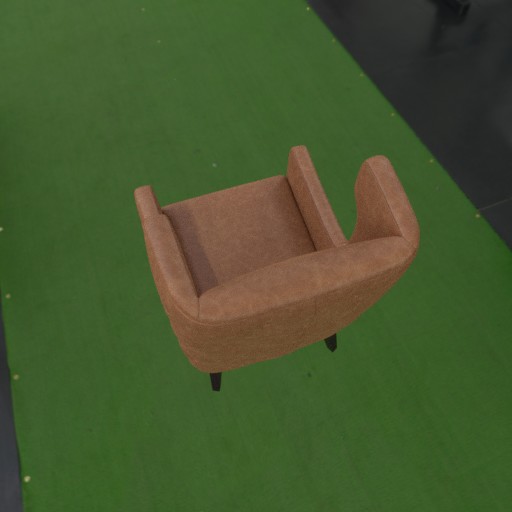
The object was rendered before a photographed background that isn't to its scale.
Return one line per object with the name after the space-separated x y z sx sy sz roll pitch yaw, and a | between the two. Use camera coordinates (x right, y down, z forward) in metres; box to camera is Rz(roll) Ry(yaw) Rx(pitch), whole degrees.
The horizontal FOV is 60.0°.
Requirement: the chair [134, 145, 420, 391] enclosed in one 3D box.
0.000 0.000 1.678 0.766 1.079 0.899 -16 60 -10 | chair
